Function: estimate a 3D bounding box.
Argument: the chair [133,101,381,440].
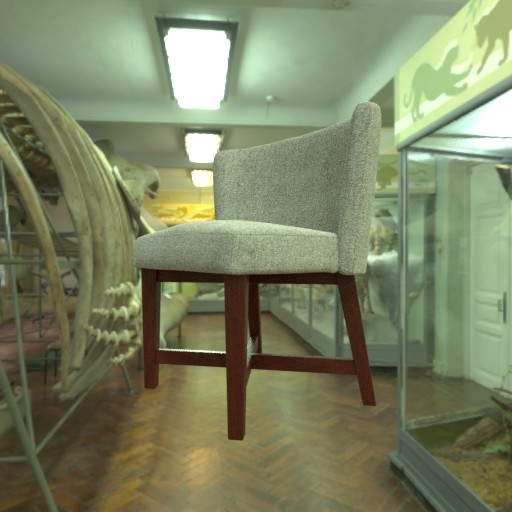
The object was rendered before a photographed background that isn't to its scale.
[{"bbox_3d":[0.000,0.000,1.324,0.575,0.827,0.728,0,0,-37],"label":"chair"}]
